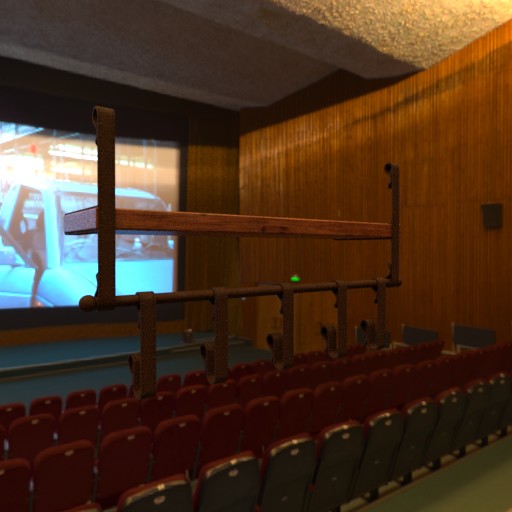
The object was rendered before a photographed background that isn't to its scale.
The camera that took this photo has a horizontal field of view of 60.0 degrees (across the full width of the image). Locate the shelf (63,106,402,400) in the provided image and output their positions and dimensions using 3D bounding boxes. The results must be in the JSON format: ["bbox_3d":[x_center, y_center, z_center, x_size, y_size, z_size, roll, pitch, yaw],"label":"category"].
[{"bbox_3d":[0.000,0.000,0.692,0.567,0.330,0.146,-1,1,-37],"label":"shelf"}]
